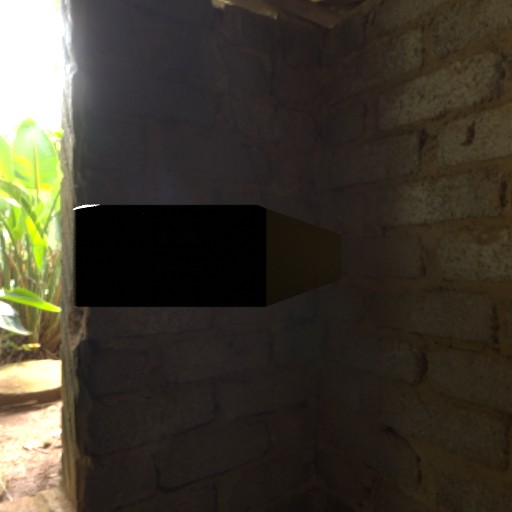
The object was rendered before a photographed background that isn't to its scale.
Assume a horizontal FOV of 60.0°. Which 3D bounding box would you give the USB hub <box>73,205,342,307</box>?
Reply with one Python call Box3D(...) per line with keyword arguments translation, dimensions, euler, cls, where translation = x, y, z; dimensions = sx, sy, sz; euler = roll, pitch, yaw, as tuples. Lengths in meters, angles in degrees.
Box3D(translation=(0.000, 0.000, 0.163), dimensions=(0.044, 0.023, 0.145), euler=(0, 0, 19), cls="USB hub")
